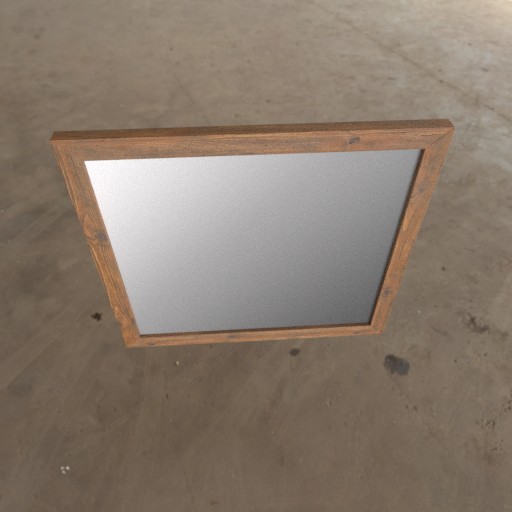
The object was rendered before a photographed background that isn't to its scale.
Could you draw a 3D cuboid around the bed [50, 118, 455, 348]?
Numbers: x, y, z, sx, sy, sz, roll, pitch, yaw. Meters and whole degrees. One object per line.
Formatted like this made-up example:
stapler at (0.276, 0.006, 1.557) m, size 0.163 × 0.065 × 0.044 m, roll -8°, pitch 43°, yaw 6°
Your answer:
bed at (0.000, 0.000, 1.490) m, size 1.046 × 0.942 × 0.046 m, roll -3°, pitch 45°, yaw -3°
